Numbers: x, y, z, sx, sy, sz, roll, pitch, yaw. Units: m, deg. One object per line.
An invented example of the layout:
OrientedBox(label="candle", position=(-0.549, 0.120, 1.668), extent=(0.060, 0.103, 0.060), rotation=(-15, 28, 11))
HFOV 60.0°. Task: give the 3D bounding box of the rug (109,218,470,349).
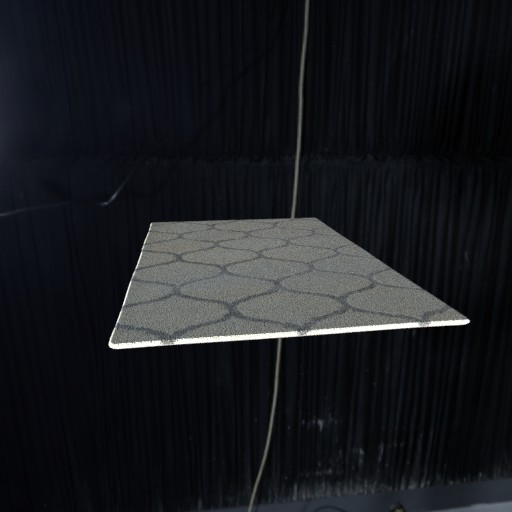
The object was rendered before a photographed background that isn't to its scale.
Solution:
OrientedBox(label="rug", position=(0.000, 0.000, 2.900), extent=(1.501, 0.024, 2.348), rotation=(-2, 16, -9))
